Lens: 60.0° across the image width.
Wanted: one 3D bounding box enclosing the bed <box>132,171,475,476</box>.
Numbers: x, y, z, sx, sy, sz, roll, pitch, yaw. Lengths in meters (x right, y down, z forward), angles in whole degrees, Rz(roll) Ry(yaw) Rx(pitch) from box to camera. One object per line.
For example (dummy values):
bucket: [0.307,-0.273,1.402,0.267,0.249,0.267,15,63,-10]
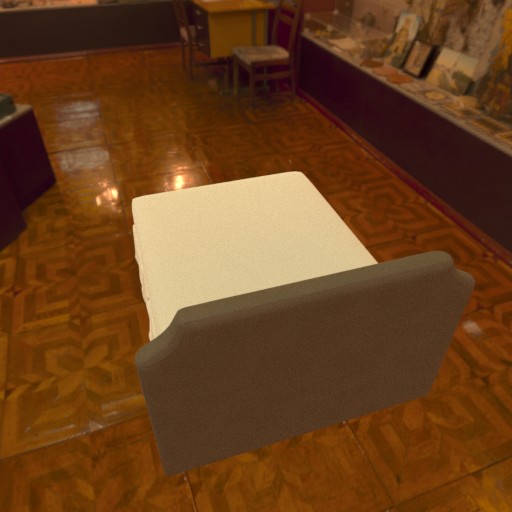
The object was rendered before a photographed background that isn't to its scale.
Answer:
bed: [0.000,0.000,3.234,1.831,1.297,2.181,-12,41,-14]
